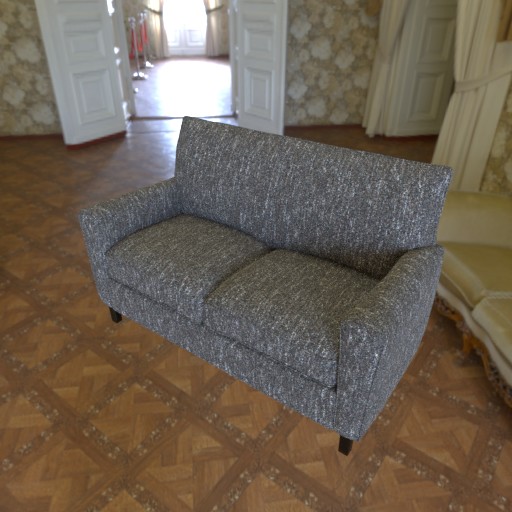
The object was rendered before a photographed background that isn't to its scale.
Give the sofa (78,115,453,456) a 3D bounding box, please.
[{"bbox_3d":[0.000,0.000,2.050,1.519,0.946,0.801,20,36,30],"label":"sofa"}]
